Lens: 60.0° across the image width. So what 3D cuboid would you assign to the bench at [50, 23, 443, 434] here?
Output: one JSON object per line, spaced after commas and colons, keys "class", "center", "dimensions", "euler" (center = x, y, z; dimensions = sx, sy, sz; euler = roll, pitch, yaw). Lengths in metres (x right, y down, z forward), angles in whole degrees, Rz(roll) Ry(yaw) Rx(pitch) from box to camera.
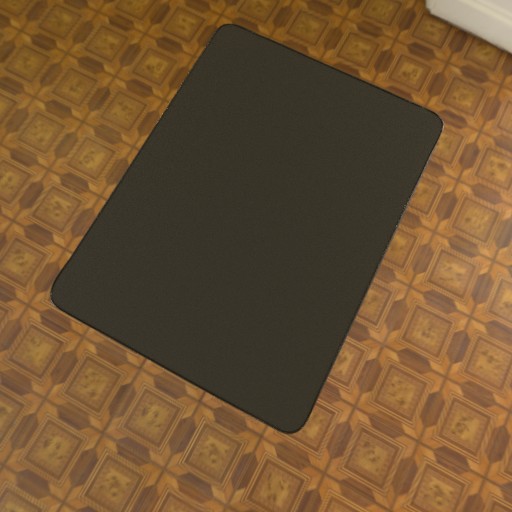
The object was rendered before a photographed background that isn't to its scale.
{"class": "bench", "center": [0.000, 0.000, 0.763], "dimensions": [0.321, 0.500, 0.424], "euler": [27, 77, 6]}
